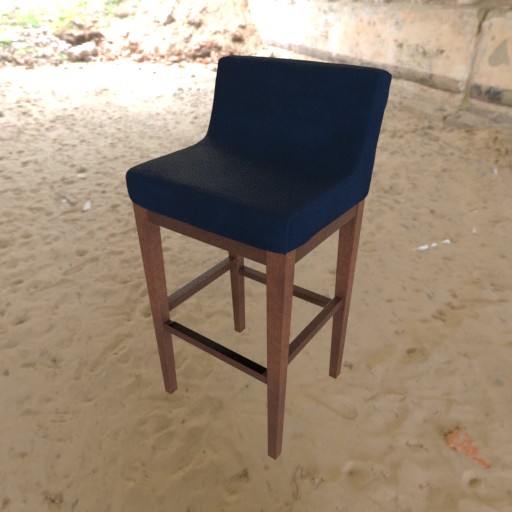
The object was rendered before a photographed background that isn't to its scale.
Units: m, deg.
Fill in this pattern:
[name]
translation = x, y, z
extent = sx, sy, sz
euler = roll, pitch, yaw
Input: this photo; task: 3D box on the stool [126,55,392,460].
[stool]
translation = 0.000, 0.000, 1.319
extent = 0.511, 1.037, 0.500
euler = 20, 36, 30
